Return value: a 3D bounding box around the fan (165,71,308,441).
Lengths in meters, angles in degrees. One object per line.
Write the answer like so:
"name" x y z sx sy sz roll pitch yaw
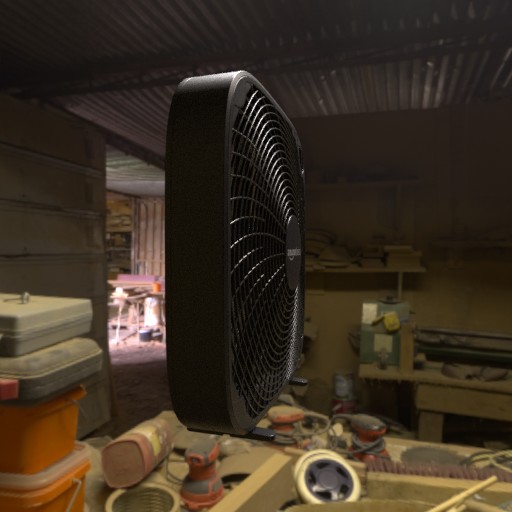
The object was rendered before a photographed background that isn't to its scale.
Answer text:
"fan" 0.000 0.000 0.791 0.142 0.533 0.526 0 1 17
